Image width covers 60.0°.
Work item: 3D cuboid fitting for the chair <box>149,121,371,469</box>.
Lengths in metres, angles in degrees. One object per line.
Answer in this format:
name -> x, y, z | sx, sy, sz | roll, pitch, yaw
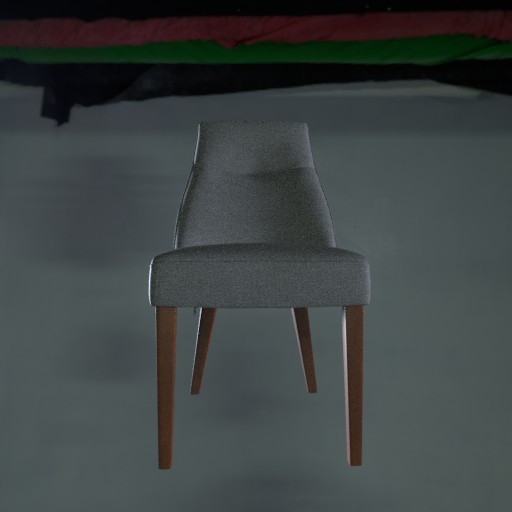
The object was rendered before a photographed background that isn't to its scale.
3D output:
chair -> 0.000, 0.000, 1.281 | 0.500, 0.930, 0.620 | 0, 1, -2
